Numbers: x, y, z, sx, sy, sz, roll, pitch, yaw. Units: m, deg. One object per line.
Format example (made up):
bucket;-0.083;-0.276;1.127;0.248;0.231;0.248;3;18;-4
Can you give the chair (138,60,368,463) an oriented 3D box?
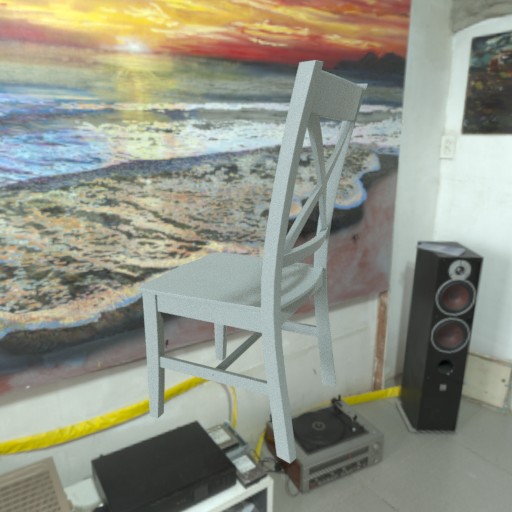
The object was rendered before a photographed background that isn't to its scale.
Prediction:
chair;0.000;0.000;1.323;0.542;0.983;0.485;7;17;24
